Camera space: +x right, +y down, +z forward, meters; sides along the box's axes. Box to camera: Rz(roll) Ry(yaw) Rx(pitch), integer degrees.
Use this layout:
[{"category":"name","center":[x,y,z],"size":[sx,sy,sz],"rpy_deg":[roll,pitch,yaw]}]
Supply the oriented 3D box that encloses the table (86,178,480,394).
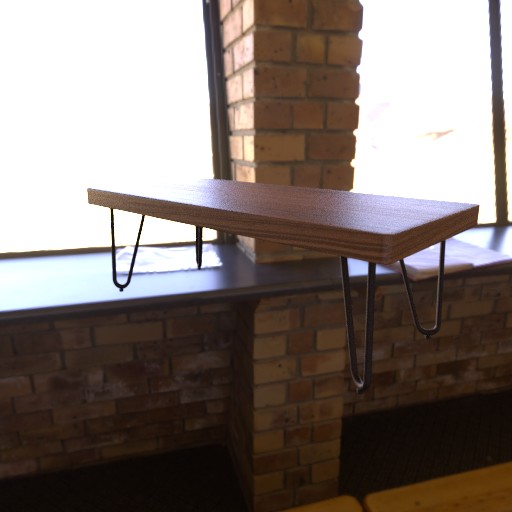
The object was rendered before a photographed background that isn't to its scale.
[{"category":"table","center":[0.000,0.000,1.694],"size":[1.375,0.468,0.637],"rpy_deg":[14,20,41]}]
